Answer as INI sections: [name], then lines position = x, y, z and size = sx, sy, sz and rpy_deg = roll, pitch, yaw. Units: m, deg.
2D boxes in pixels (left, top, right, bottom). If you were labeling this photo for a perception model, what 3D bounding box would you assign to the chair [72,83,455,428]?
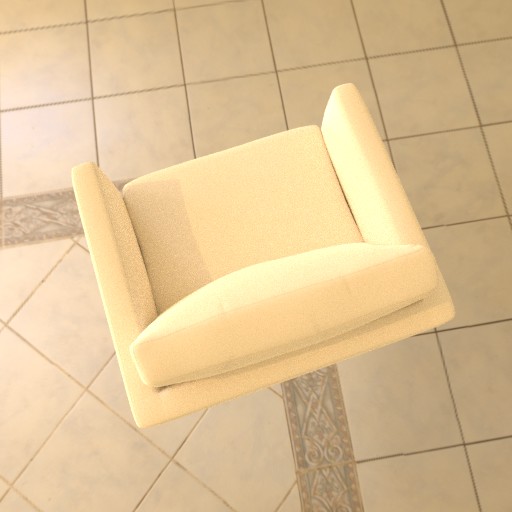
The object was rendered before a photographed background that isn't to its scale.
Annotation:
[chair]
position = 0.000, 0.000, 1.616
size = 1.019, 0.885, 0.878
rpy_deg = -18, 78, -4
